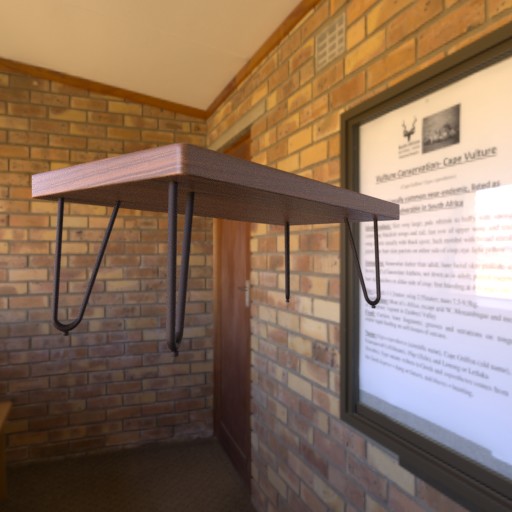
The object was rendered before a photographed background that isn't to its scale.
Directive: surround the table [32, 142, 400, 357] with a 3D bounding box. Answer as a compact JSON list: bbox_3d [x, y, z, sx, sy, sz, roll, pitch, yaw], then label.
[{"bbox_3d":[0.000,0.000,1.655,0.637,0.468,1.375,0,0,36],"label":"table"}]
